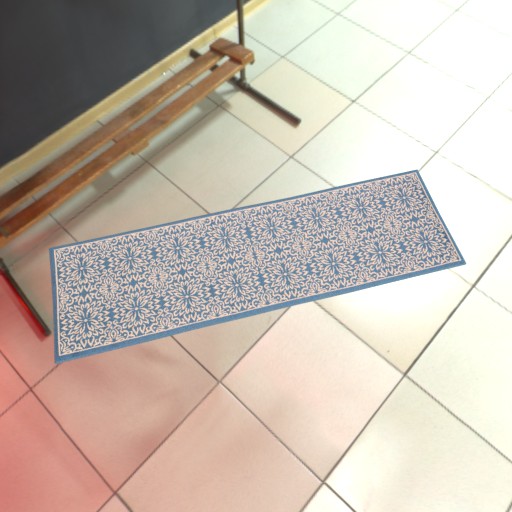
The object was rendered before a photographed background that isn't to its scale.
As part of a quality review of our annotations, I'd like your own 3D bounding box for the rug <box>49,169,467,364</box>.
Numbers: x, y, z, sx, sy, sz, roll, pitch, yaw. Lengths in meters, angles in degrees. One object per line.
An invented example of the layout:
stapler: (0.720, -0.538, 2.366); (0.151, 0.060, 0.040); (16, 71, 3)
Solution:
rug: (0.000, 0.000, 2.429); (2.196, 0.011, 0.662); (-13, 64, -6)
